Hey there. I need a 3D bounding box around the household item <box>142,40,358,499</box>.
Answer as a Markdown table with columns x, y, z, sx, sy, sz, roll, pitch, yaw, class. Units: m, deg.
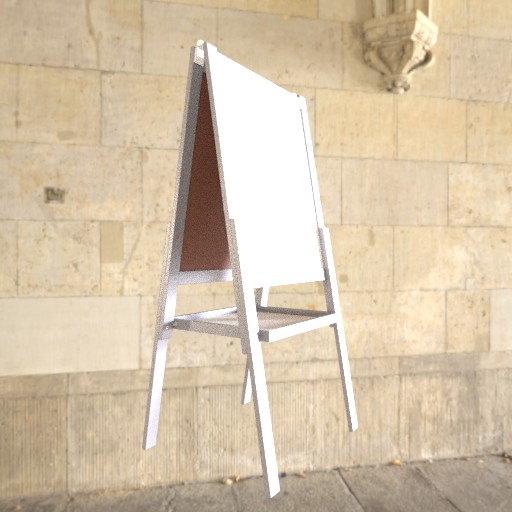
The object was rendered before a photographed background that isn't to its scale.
| x | y | z | sx | sy | sz | roll | pitch | yaw | class |
| --- | --- | --- | --- | --- | --- | --- | --- | --- | --- |
| 0.000 | 0.000 | 1.417 | 0.469 | 1.172 | 0.531 | 0 | 1 | 36 | household item |
